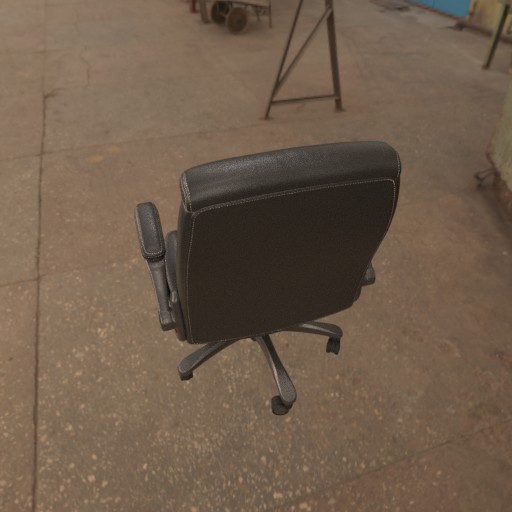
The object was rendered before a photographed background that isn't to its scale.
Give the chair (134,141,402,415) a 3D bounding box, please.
[{"bbox_3d":[0.000,0.000,1.600,0.782,1.110,0.724,-11,41,-13],"label":"chair"}]
